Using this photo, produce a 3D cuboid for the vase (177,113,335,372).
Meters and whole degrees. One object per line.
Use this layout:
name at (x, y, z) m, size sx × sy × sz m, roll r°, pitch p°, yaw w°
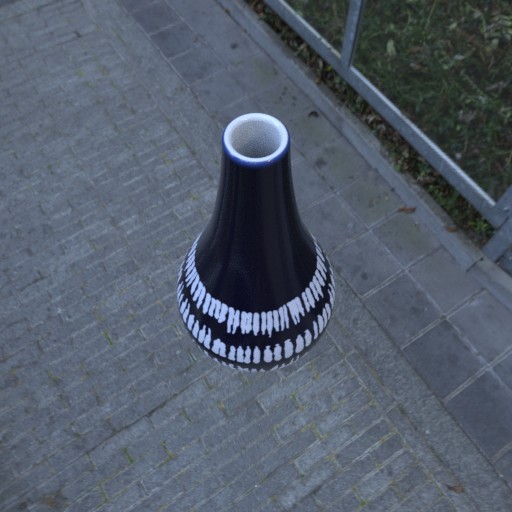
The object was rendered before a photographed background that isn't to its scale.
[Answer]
vase at (0.000, 0.000, 0.381) m, size 0.159 × 0.295 × 0.159 m, roll 0°, pitch 63°, yaw 0°
